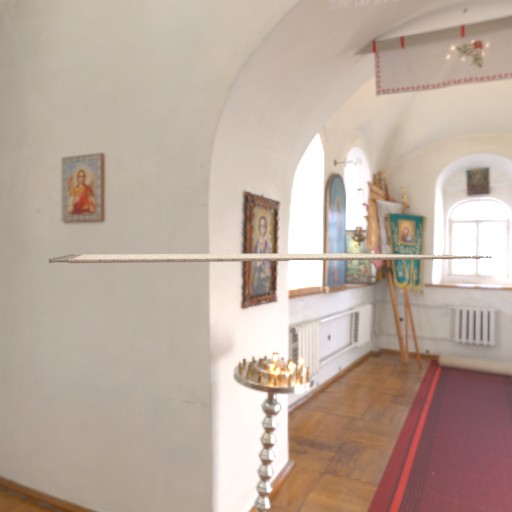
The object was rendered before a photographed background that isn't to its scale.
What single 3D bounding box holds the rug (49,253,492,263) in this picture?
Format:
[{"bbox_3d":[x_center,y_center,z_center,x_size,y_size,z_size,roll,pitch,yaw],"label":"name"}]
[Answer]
[{"bbox_3d":[0.000,0.000,2.227,1.771,0.015,1.223,0,1,-19],"label":"rug"}]
